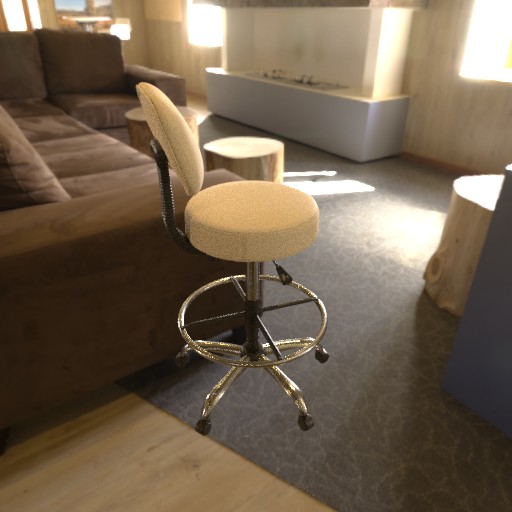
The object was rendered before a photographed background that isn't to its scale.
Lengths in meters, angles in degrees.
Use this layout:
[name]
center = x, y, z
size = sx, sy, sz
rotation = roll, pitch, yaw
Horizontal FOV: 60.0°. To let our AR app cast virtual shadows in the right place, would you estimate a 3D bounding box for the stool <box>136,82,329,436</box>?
[stool]
center = 0.000, 0.000, 1.453
size = 0.616, 1.080, 0.609
rotation = -10, 31, -17
